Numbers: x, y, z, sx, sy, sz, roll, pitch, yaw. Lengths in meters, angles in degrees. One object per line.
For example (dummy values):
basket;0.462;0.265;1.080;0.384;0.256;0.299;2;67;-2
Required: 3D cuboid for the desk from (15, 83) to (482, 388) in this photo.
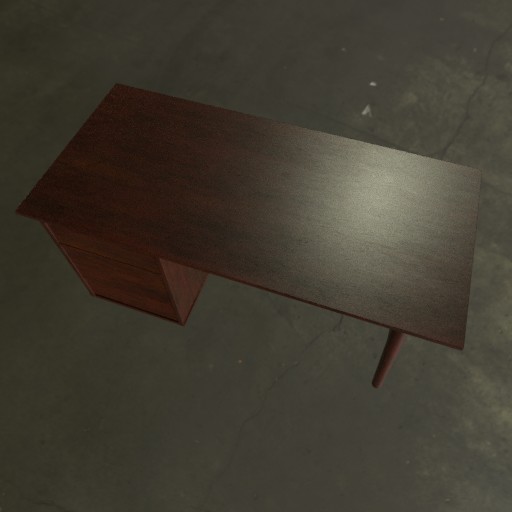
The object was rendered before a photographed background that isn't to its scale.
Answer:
desk;0.000;0.000;1.655;1.277;0.758;0.612;16;60;10
